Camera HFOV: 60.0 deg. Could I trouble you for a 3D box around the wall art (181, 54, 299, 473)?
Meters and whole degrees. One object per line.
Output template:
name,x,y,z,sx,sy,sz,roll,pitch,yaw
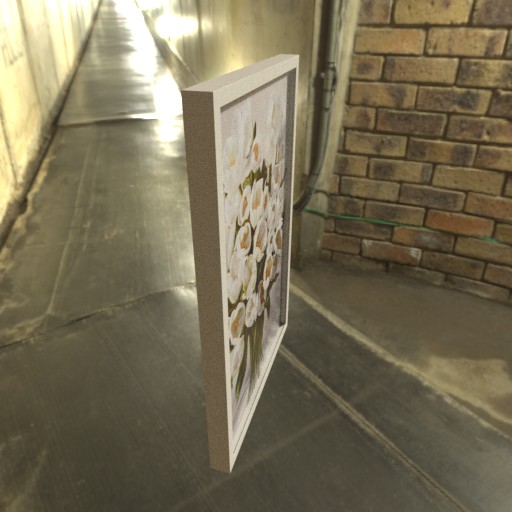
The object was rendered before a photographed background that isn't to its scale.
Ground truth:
wall art,0.000,0.000,0.835,0.038,0.657,0.450,8,30,15
